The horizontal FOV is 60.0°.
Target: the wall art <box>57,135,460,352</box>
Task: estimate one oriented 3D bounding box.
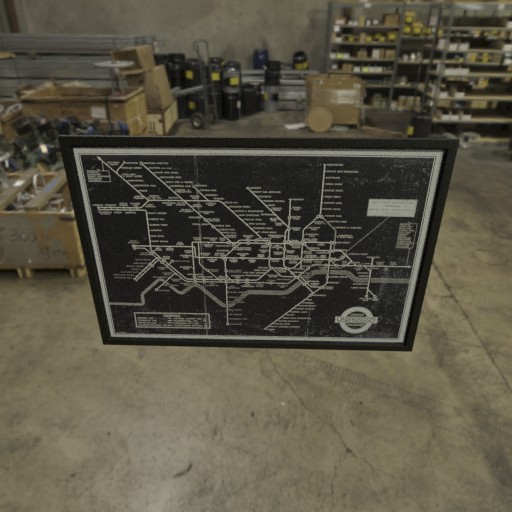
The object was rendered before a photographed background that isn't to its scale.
[{"bbox_3d":[0.000,0.000,1.515,1.192,0.811,0.013,1,29,2],"label":"wall art"}]
